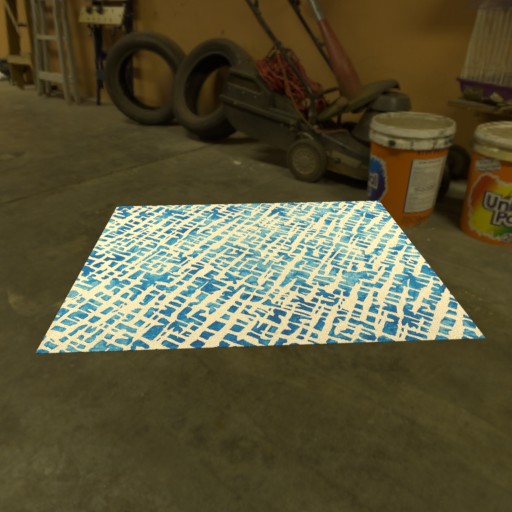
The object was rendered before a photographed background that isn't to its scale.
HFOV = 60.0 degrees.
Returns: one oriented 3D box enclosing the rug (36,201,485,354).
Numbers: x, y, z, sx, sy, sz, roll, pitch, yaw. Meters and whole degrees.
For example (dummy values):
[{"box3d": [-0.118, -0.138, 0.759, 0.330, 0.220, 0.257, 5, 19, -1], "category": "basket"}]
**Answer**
[{"box3d": [0.000, 0.000, 4.011, 3.007, 0.007, 2.435, -1, 30, -3], "category": "rug"}]
